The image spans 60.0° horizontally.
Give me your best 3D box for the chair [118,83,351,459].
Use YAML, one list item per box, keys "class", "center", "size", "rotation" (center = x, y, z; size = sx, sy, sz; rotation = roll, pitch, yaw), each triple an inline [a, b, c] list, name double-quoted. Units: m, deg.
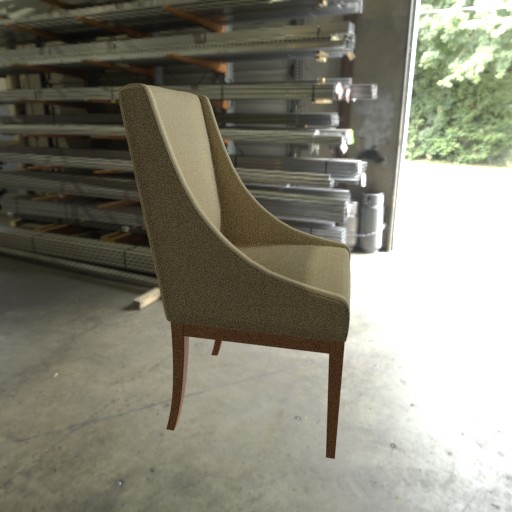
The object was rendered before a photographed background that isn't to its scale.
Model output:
- class: "chair"
  center: [0.000, 0.000, 1.438]
  size: [0.611, 1.021, 0.575]
  rotation: [3, 17, 11]
